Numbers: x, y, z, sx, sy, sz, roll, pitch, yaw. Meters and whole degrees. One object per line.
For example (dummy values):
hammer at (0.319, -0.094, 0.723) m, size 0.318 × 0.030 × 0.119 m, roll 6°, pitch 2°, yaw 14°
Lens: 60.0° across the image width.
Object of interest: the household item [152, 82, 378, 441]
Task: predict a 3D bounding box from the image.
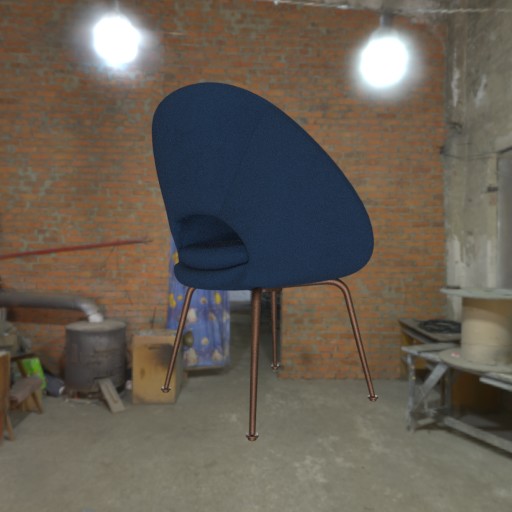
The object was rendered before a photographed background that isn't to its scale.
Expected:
household item at (0.000, 0.000, 1.309) m, size 0.573 × 0.852 × 0.623 m, roll 0°, pitch 1°, yaw -38°
